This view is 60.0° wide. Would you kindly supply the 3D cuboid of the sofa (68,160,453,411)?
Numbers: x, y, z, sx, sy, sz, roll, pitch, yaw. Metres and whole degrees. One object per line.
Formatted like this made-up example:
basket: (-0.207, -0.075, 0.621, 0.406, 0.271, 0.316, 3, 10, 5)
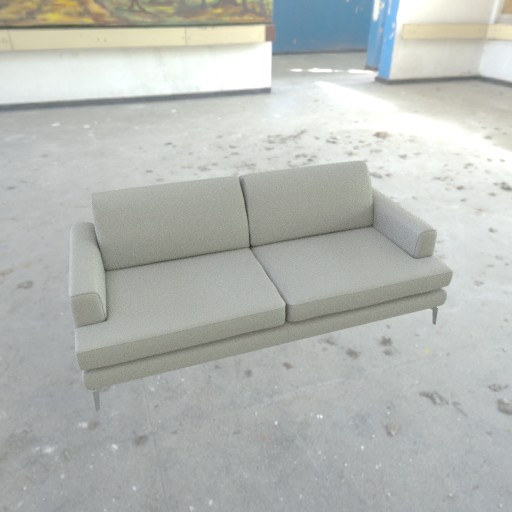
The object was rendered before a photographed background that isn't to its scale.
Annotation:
sofa: (0.000, 0.000, 2.483, 1.940, 0.765, 0.974, -10, 32, -17)
